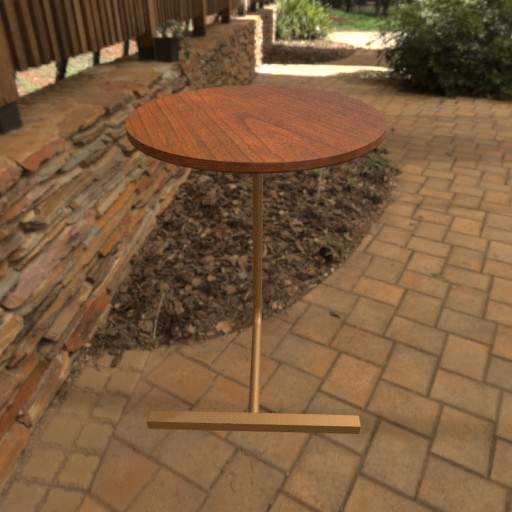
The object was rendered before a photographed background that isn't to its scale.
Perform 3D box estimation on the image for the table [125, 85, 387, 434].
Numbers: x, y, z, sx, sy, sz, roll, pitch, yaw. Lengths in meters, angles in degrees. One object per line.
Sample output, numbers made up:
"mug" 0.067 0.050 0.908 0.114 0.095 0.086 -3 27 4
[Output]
"table" 0.000 0.000 1.120 0.530 0.706 0.577 1 32 1
